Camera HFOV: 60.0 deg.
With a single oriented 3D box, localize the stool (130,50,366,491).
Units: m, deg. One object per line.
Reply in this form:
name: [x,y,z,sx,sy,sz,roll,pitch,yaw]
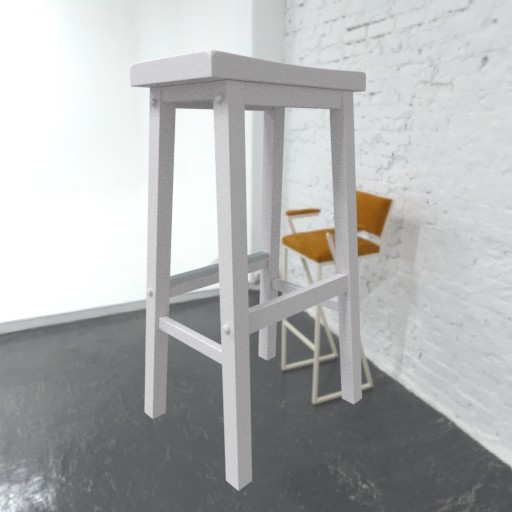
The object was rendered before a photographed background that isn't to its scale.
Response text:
stool: [0.000,0.000,0.945,0.406,0.742,0.322,-16,23,-42]
